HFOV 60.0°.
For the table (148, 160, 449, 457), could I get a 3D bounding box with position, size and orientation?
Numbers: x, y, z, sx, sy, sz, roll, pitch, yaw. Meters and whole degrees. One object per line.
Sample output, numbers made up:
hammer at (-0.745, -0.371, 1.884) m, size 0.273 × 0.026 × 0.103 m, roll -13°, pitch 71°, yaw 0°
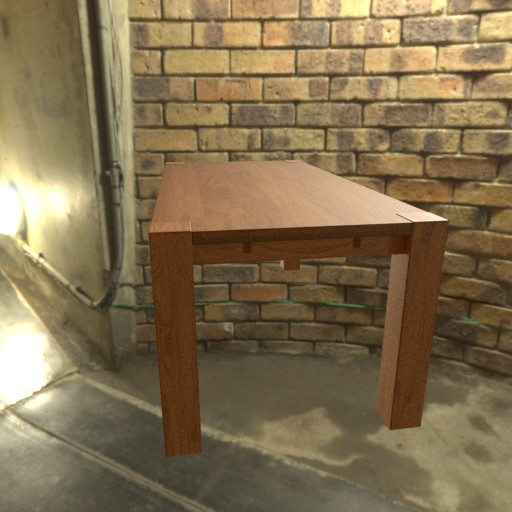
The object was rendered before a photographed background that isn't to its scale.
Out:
table at (0.000, 0.000, 2.246) m, size 0.900 × 0.760 × 1.800 m, roll -3°, pitch 18°, yaw -9°
